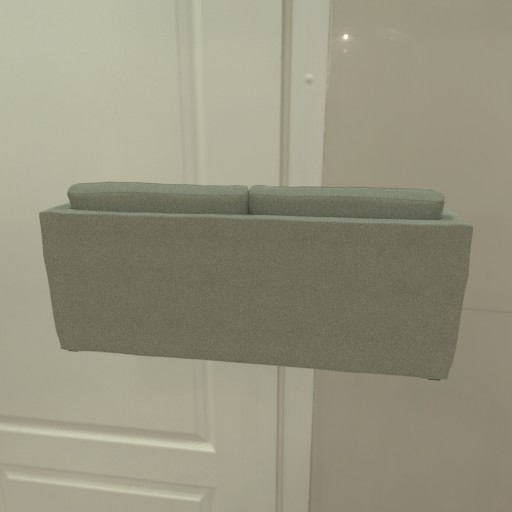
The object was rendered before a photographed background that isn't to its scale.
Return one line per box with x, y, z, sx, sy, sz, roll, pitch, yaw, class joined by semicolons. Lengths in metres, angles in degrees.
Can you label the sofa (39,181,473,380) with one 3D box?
0.000;0.000;2.470;1.987;0.870;0.940;3;17;8;sofa
